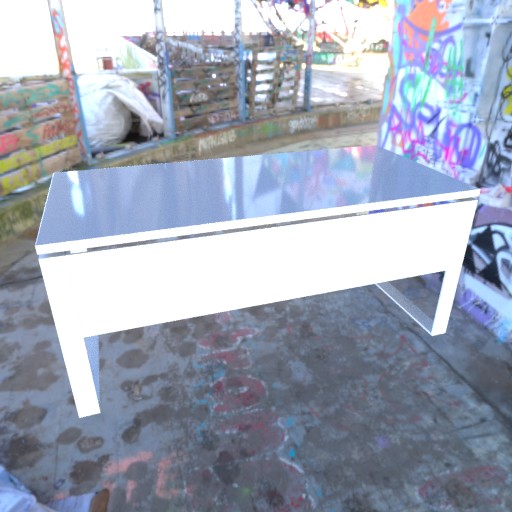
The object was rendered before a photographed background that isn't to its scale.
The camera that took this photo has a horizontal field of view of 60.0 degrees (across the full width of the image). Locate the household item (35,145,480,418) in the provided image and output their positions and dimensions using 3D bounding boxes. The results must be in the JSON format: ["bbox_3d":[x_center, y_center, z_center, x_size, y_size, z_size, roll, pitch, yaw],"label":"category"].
[{"bbox_3d":[0.000,0.000,2.114,1.700,0.745,0.800,-9,29,-16],"label":"household item"}]
